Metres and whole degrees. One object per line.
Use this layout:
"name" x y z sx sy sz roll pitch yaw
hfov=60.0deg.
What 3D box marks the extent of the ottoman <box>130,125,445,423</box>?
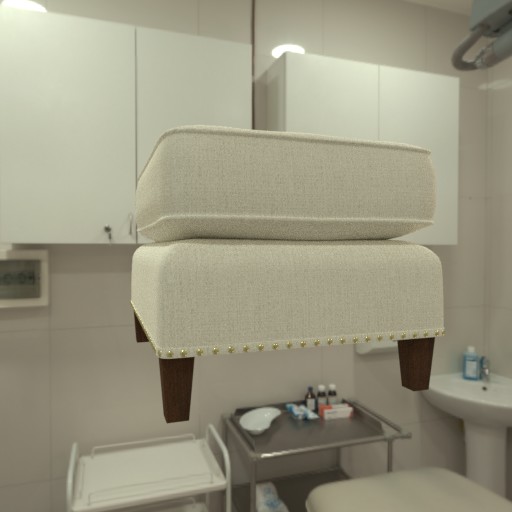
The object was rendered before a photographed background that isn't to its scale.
"ottoman" 0.000 0.000 1.143 0.589 0.537 0.738 0 1 -19
